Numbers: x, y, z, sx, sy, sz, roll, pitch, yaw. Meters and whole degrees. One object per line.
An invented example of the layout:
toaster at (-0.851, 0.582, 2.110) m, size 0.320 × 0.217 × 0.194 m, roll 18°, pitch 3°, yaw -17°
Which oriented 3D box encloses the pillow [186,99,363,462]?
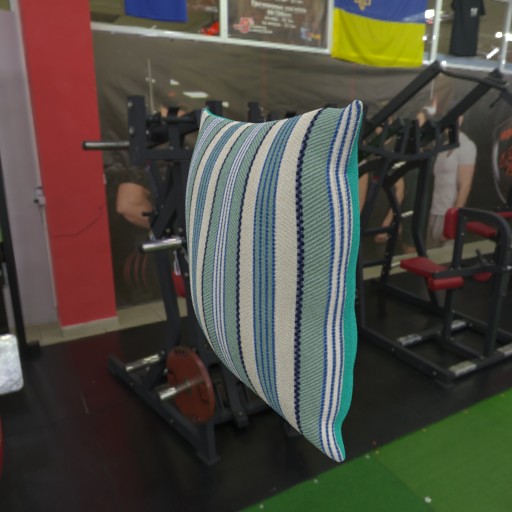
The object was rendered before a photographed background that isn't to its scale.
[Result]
pillow at (0.000, 0.000, 0.673) m, size 0.182 × 0.441 × 0.440 m, roll -8°, pitch 18°, yaw -26°
